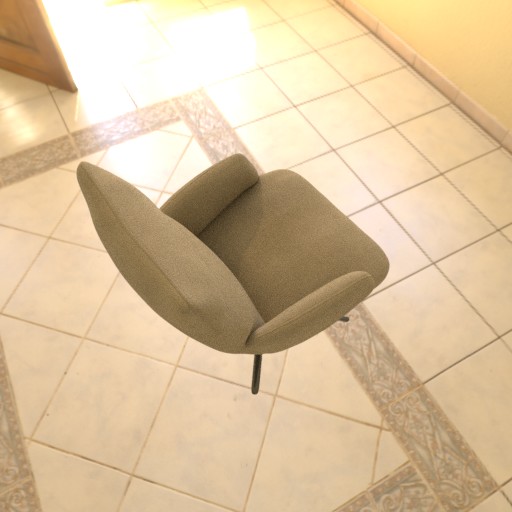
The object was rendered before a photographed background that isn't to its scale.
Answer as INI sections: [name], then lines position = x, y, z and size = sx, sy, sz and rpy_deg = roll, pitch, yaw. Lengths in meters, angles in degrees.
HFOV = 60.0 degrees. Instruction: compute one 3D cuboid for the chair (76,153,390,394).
[chair]
position = 0.000, 0.000, 1.587
size = 0.889, 1.016, 0.711
rpy_deg = -34, 64, -19
